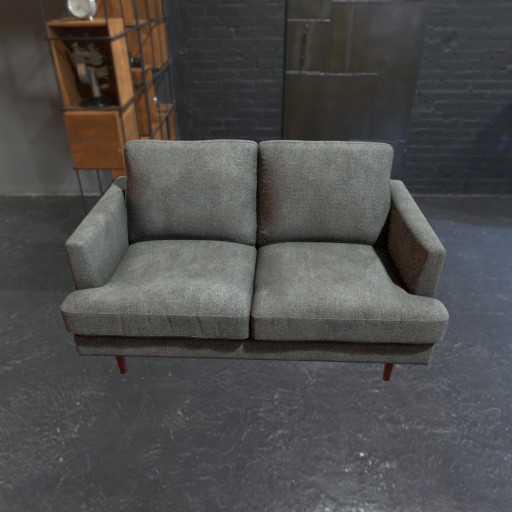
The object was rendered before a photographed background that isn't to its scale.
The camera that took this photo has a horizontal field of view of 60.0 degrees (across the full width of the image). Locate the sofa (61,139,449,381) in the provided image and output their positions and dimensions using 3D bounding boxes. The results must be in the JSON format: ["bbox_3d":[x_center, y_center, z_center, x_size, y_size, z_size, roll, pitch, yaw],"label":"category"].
[{"bbox_3d":[0.000,0.000,2.139,1.582,0.956,0.903,1,31,2],"label":"sofa"}]
